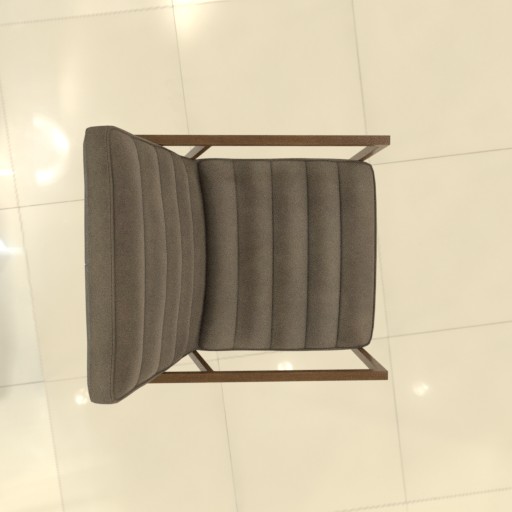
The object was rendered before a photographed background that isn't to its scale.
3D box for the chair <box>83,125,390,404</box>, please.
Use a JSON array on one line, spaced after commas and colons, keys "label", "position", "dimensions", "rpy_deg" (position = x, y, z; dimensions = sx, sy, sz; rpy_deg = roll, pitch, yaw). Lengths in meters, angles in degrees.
[{"label": "chair", "position": [0.000, 0.000, 1.240], "dimensions": [0.682, 0.843, 0.578], "rpy_deg": [0, 93, -2]}]
